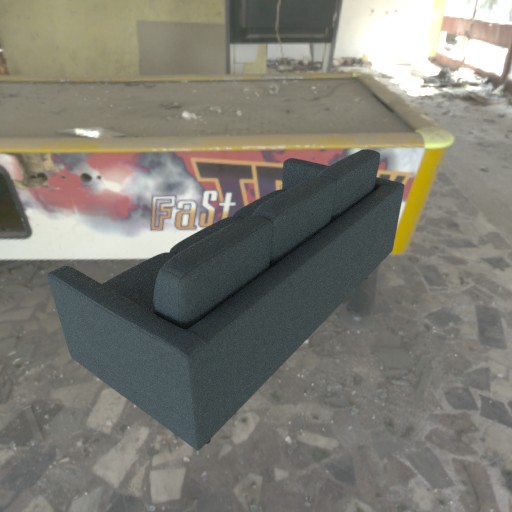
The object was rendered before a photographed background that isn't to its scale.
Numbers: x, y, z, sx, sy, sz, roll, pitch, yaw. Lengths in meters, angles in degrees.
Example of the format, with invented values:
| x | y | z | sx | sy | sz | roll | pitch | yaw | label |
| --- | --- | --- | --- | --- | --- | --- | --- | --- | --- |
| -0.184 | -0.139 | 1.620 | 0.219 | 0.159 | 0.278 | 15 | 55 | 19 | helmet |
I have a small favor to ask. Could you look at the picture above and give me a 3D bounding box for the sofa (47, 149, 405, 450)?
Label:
| x | y | z | sx | sy | sz | roll | pitch | yaw | label |
| --- | --- | --- | --- | --- | --- | --- | --- | --- | --- |
| 0.000 | 0.000 | 2.576 | 0.935 | 0.945 | 2.013 | 21 | 37 | 31 | sofa |
